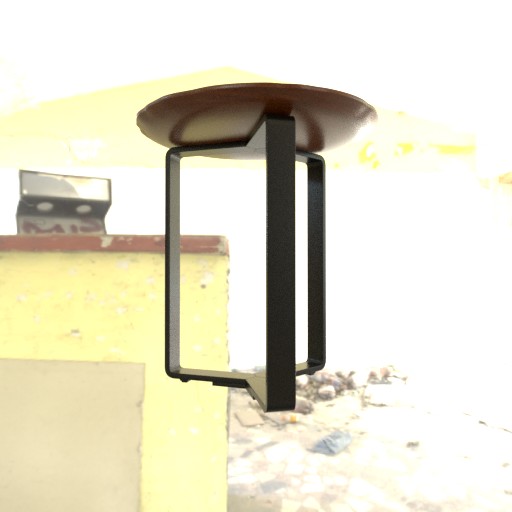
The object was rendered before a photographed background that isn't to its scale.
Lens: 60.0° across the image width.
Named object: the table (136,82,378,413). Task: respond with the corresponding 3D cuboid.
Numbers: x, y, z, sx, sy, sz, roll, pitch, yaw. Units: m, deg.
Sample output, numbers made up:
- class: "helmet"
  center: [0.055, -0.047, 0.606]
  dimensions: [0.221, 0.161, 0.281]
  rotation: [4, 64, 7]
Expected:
- class: "table"
  center: [0.000, 0.000, 0.768]
  dimensions: [0.410, 0.450, 0.380]
  rotation: [0, -1, 18]
